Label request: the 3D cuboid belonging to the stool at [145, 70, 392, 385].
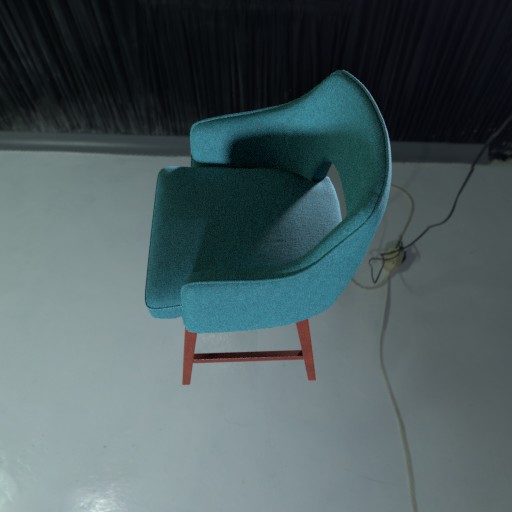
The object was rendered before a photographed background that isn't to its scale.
[{"bbox_3d":[0.000,0.000,1.303,0.556,0.961,0.548,-2,58,-1],"label":"stool"}]
